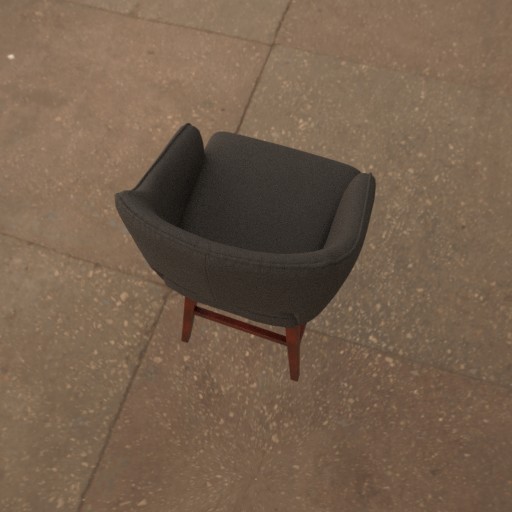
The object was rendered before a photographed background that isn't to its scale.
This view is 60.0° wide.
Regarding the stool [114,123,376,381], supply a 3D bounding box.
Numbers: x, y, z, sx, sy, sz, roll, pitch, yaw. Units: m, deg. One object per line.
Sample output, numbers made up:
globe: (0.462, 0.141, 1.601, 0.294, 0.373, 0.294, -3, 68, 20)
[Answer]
stool: (0.000, 0.000, 1.330, 0.548, 1.012, 0.558, 17, 65, 9)
